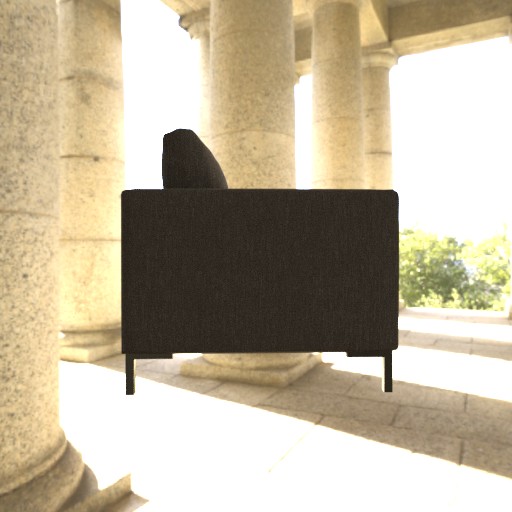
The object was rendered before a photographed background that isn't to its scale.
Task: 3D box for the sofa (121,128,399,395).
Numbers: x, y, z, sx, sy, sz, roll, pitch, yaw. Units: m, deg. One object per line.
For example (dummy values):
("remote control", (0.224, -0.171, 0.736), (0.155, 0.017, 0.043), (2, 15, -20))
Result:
("sofa", (0.000, 0.000, 2.158), (0.875, 0.840, 1.682), (0, 0, -2))
